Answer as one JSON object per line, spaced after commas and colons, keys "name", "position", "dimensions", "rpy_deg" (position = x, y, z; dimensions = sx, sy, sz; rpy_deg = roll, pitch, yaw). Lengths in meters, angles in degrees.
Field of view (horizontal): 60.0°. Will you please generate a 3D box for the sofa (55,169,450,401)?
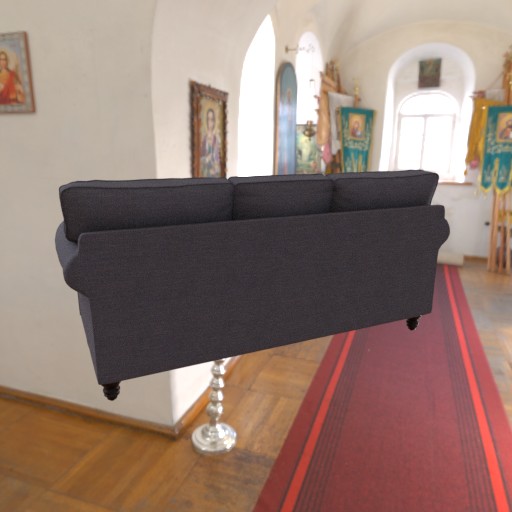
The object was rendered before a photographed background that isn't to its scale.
{"name": "sofa", "position": [0.000, 0.000, 2.553], "dimensions": [2.084, 0.966, 0.909], "rpy_deg": [-7, 16, -25]}
